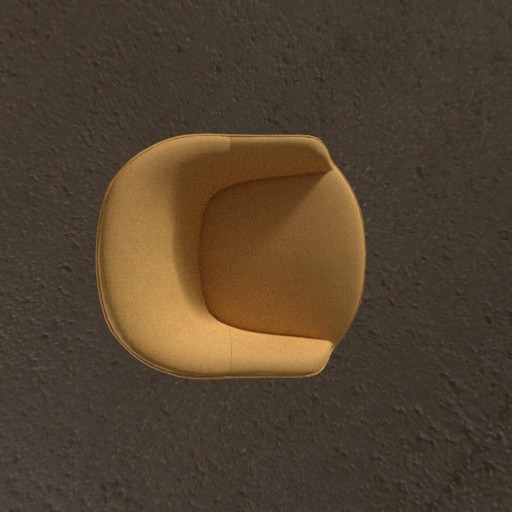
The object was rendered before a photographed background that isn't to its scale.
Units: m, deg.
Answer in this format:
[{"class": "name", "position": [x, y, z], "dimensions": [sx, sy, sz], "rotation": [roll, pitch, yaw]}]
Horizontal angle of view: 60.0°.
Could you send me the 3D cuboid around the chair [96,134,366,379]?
[{"class": "chair", "position": [0.000, 0.000, 1.269], "dimensions": [0.635, 0.823, 0.596], "rotation": [0, 90, -1]}]
